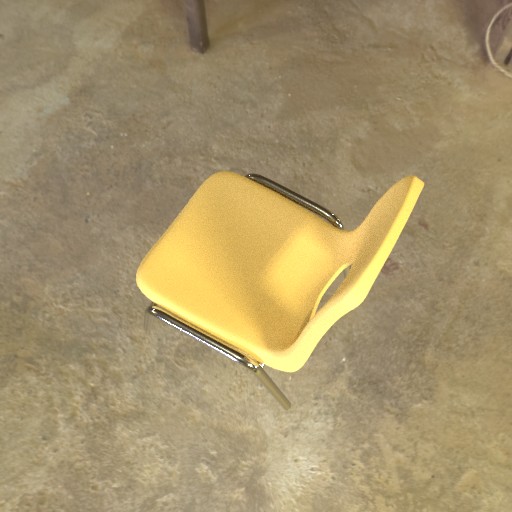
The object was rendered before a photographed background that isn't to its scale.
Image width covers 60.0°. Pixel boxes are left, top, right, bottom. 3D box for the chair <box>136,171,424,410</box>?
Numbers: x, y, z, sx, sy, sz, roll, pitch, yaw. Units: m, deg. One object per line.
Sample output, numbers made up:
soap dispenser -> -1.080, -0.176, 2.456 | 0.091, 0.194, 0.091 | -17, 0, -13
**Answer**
chair -> 0.000, 0.000, 0.785 | 0.385, 0.536, 0.354 | 28, 67, 13
